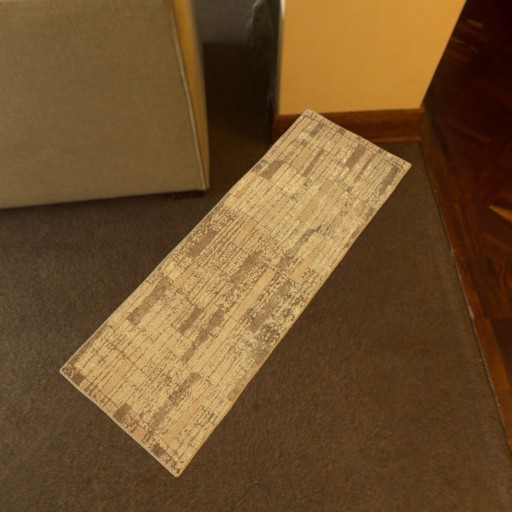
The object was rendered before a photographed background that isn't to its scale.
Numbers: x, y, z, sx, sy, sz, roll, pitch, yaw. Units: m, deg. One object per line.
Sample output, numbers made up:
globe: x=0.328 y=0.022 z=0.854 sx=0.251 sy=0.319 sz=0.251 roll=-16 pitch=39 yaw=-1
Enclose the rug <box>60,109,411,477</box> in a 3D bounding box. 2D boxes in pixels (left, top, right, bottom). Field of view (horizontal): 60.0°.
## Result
rug: x=0.000 y=0.000 z=2.685 sx=0.857 sy=0.018 sz=2.383 roll=34 pitch=68 yaw=16
